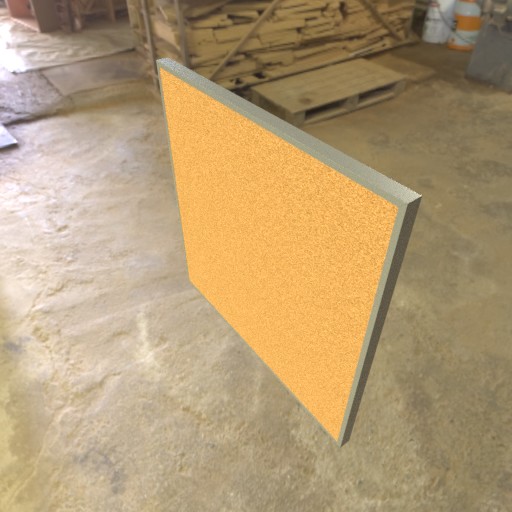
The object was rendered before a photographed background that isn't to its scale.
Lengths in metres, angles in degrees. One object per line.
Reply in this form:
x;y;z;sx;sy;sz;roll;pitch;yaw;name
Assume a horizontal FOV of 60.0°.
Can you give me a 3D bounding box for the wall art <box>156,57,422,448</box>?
0.000;0.000;1.187;0.038;0.807;0.809;-27;48;-27;wall art
